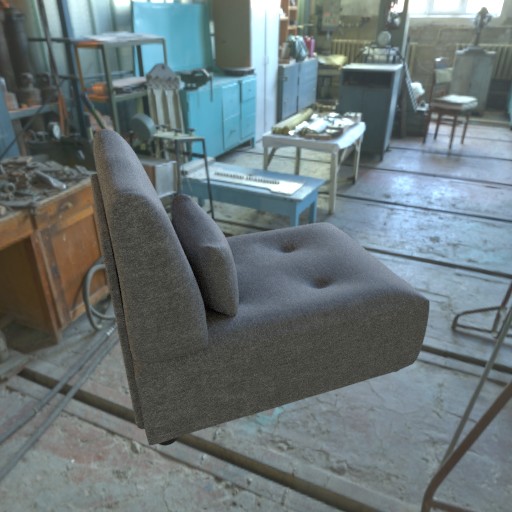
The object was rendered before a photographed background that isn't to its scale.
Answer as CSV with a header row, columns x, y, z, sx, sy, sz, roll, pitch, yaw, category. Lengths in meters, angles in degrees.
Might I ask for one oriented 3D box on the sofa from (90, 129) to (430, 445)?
x,y,z,sx,sy,sz,roll,pitch,yaw,category
0.000,0.000,1.568,1.000,0.820,0.700,-10,31,-18,sofa
